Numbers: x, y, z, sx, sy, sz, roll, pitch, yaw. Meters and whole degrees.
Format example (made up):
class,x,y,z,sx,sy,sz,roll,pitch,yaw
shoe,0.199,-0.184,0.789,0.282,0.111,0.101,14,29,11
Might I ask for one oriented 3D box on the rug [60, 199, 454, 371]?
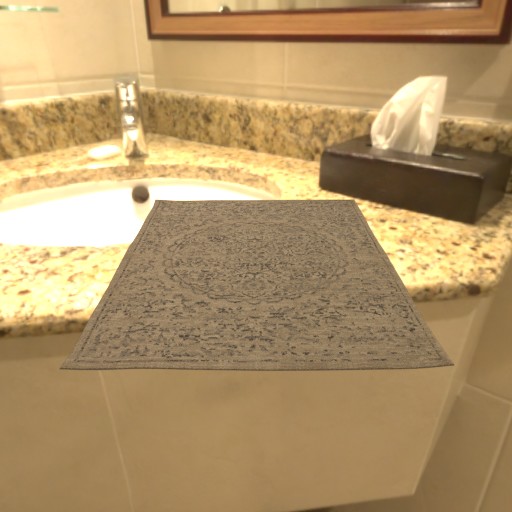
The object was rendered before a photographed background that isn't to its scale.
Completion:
class,x,y,z,sx,sy,sz,roll,pitch,yaw
rug,0.000,0.000,3.919,2.343,0.026,2.925,0,27,0
